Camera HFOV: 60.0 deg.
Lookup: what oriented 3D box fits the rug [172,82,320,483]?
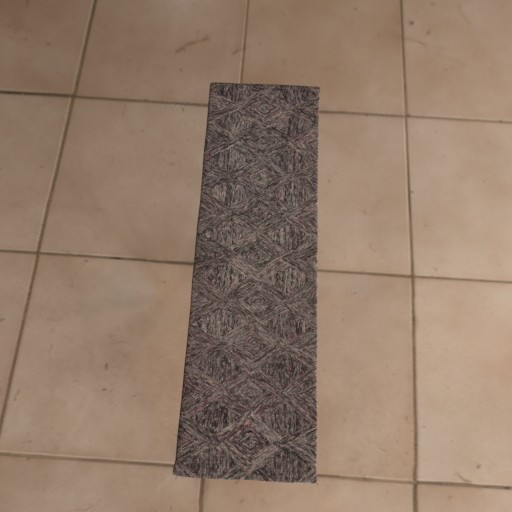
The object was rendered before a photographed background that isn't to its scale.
[{"bbox_3d":[0.000,0.000,2.510,0.719,0.013,2.305,3,73,1],"label":"rug"}]
